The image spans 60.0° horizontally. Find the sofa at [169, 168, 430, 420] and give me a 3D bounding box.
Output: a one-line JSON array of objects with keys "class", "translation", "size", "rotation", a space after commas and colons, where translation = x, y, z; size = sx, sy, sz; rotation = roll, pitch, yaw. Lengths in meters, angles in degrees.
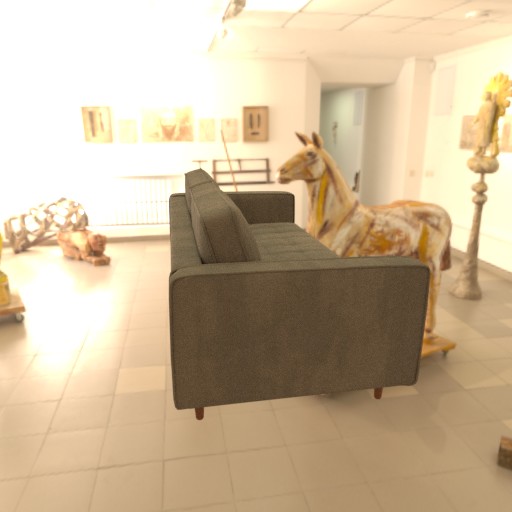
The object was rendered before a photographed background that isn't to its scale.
[{"class": "sofa", "translation": [0.000, 0.000, 2.408], "size": [0.924, 0.825, 1.920], "rotation": [-3, 16, -10]}]
